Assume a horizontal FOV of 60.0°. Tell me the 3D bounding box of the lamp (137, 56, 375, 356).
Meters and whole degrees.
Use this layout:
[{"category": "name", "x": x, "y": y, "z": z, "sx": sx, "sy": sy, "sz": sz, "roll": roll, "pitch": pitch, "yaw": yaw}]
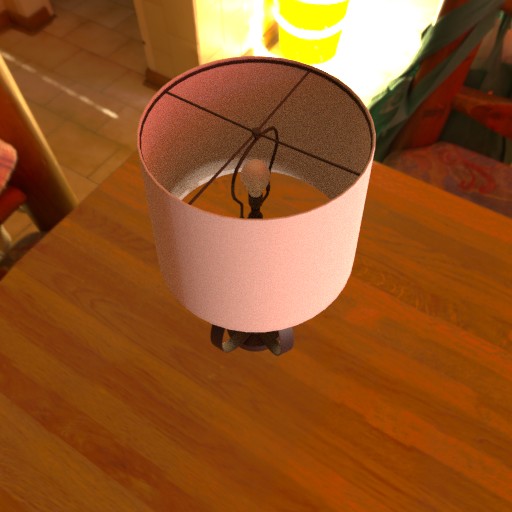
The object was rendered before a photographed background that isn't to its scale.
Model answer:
[{"category": "lamp", "x": 0.000, "y": 0.000, "z": 0.685, "sx": 0.286, "sy": 0.510, "sz": 0.286, "roll": 0, "pitch": 57, "yaw": 0}]
